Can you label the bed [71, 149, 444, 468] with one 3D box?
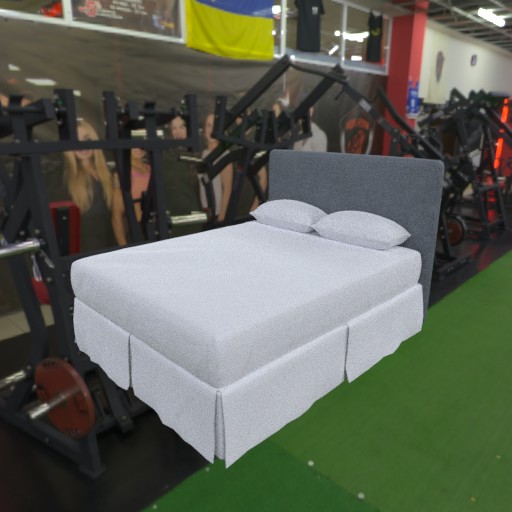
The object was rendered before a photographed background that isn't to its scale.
[{"bbox_3d":[0.000,0.000,3.164,2.142,1.330,1.713,-16,23,-42],"label":"bed"}]
